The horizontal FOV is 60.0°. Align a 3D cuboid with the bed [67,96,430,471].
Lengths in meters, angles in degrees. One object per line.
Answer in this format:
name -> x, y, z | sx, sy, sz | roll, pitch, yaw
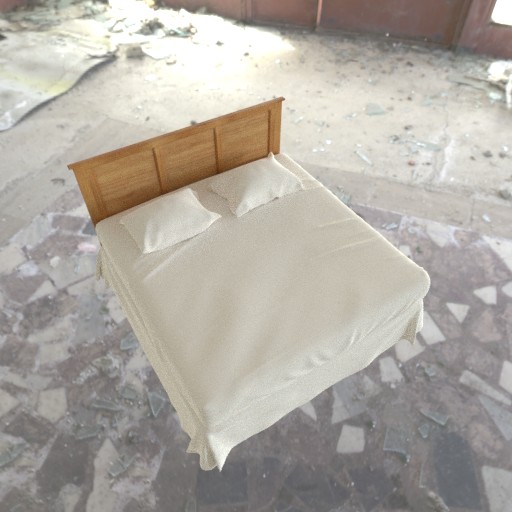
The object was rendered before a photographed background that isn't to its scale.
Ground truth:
bed -> 0.000, 0.000, 3.610 | 2.317, 1.270, 2.215 | -25, 52, -21
